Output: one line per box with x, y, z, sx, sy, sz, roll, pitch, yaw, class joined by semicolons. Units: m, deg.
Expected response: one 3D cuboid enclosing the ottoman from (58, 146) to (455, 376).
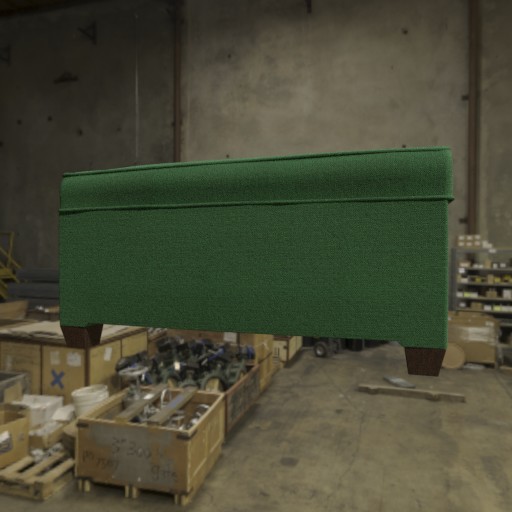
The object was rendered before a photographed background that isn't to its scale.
0.000;0.000;1.202;0.957;0.471;0.483;0;1;18;ottoman
